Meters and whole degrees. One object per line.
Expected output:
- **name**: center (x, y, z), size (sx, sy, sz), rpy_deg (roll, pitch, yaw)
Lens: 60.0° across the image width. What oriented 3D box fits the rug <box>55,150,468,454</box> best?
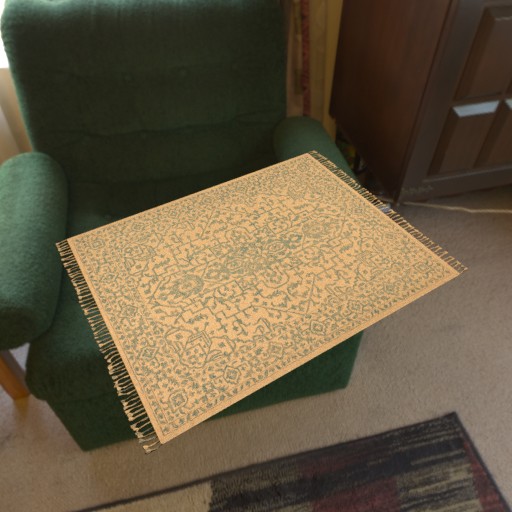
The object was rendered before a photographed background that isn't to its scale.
- **rug**: center (0.000, 0.000, 4.373), size (3.327, 0.010, 2.464), rpy_deg (-24, 50, -22)
